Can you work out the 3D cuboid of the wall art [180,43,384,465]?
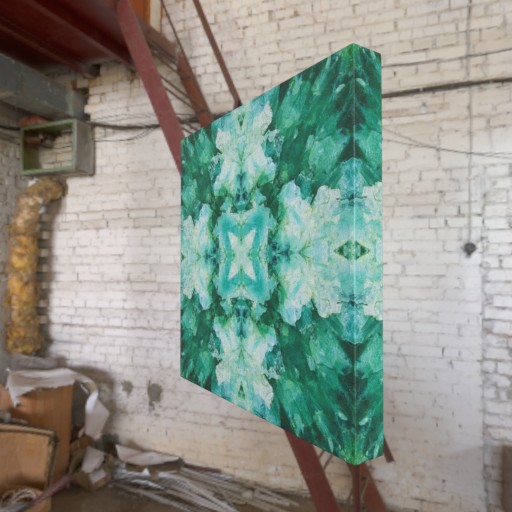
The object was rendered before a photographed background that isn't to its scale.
[{"bbox_3d":[0.000,0.000,0.465,0.033,0.313,0.313,1,-1,-34],"label":"wall art"}]
